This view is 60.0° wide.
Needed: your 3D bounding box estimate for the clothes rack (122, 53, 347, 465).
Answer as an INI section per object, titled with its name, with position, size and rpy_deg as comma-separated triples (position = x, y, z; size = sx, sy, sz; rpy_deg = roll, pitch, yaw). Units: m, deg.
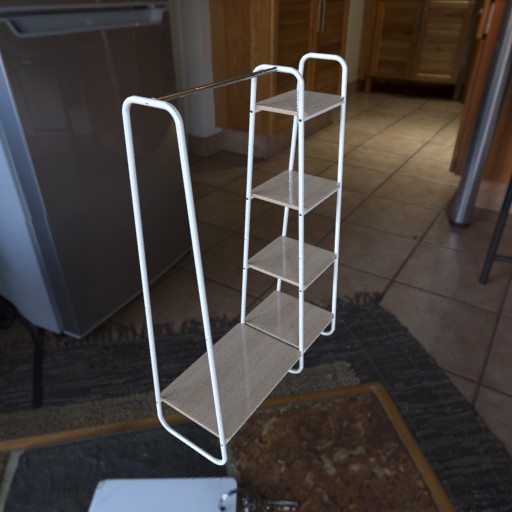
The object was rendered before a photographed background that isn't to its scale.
[clothes rack]
position = 0.000, 0.000, 1.922
size = 0.400, 1.500, 1.011
rpy_deg = 21, 38, 29
